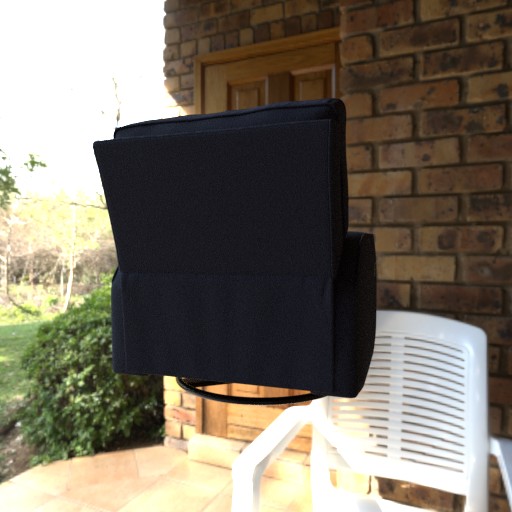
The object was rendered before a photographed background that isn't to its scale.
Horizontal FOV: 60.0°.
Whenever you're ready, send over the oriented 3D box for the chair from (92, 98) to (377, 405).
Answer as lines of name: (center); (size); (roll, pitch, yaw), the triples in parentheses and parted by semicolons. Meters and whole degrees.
chair: (0.000, 0.000, 1.695); (0.861, 0.962, 0.964); (0, 1, 19)
